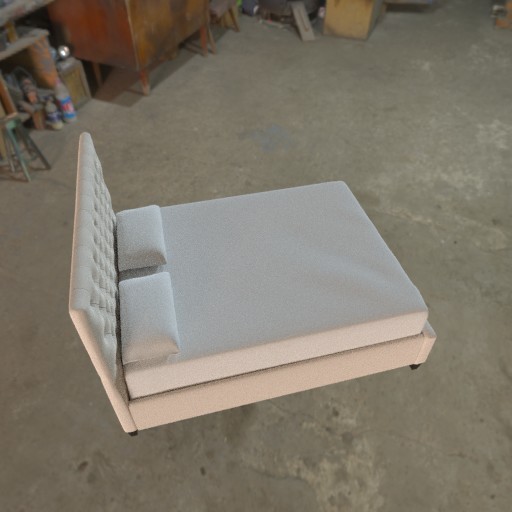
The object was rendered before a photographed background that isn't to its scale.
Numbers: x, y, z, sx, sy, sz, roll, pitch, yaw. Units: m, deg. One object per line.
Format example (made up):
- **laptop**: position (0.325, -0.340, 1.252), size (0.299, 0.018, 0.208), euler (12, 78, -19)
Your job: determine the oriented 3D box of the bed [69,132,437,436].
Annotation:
- **bed**: position (0.000, 0.000, 3.304), size (2.233, 1.426, 1.696), euler (-10, 46, -10)
